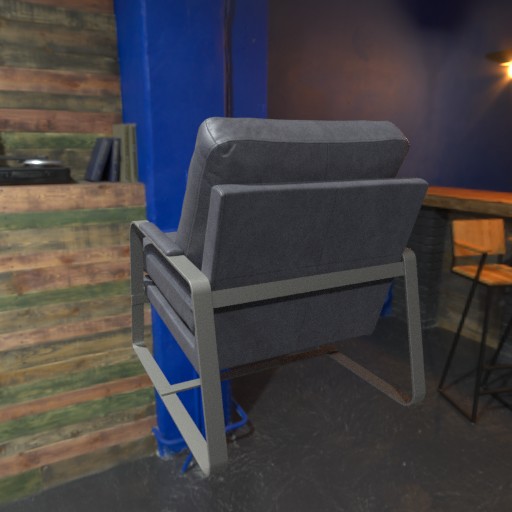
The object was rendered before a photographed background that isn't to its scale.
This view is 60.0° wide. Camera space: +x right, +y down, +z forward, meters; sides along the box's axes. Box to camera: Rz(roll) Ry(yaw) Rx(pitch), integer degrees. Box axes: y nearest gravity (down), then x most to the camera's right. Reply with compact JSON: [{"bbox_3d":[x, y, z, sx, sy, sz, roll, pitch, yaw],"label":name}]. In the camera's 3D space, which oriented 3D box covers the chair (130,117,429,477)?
[{"bbox_3d":[0.000,0.000,1.464,0.692,0.839,0.878,-7,15,-26],"label":"chair"}]
